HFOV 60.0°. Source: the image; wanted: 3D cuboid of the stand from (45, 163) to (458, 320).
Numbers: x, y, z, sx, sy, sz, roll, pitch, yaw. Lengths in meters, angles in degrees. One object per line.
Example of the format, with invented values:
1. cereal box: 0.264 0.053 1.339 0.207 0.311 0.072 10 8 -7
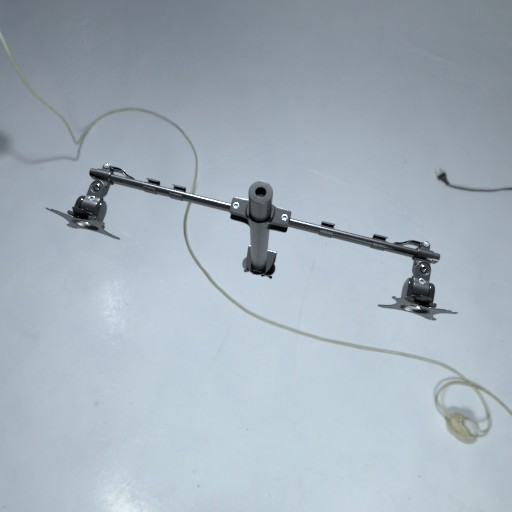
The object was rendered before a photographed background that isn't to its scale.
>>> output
1. stand: 0.000 0.000 1.030 0.743 0.603 0.150 14 75 4
